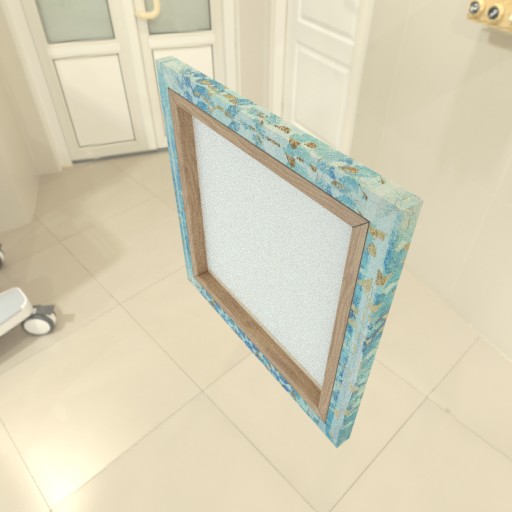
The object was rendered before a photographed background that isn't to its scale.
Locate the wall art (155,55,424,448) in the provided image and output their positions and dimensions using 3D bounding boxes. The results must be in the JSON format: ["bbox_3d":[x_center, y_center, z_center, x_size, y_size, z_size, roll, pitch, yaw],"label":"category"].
[{"bbox_3d":[0.000,0.000,0.895,0.040,0.609,0.609,-27,49,-26],"label":"wall art"}]
